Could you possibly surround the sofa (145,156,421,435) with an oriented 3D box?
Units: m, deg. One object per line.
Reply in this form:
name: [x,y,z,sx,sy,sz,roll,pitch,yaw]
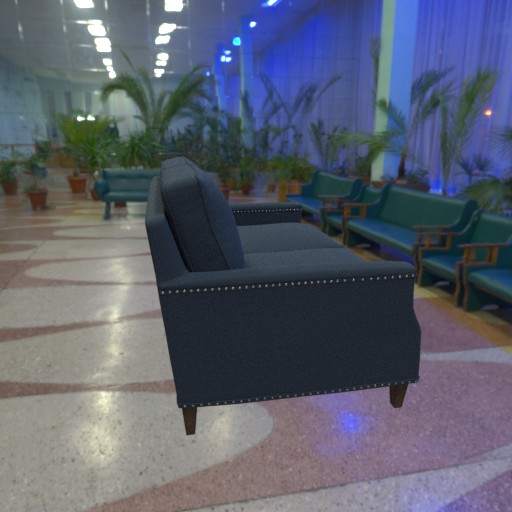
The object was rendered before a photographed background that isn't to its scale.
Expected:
sofa: [0.000,0.000,2.373,1.084,1.003,1.597,-3,16,-11]
